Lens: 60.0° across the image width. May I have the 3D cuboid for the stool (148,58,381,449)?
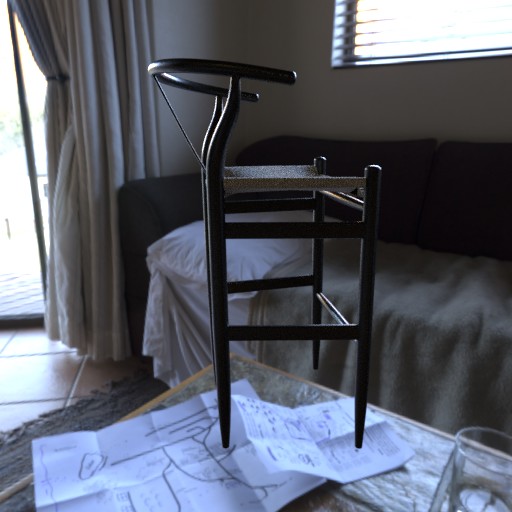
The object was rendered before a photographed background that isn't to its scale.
[{"bbox_3d":[0.000,0.000,1.360,0.579,1.072,0.569,-2,15,-8],"label":"stool"}]
